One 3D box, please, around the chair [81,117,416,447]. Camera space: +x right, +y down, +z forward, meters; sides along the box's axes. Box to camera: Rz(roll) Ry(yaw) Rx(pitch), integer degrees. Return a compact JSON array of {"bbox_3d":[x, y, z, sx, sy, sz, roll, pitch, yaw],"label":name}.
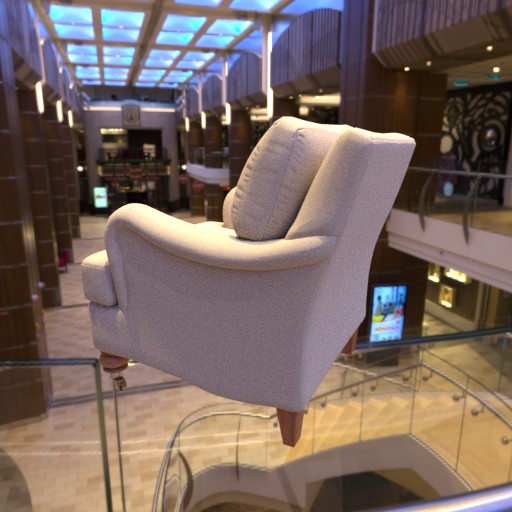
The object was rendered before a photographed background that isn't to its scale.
[{"bbox_3d":[0.000,0.000,1.808,1.070,1.038,0.955,7,16,25],"label":"chair"}]
